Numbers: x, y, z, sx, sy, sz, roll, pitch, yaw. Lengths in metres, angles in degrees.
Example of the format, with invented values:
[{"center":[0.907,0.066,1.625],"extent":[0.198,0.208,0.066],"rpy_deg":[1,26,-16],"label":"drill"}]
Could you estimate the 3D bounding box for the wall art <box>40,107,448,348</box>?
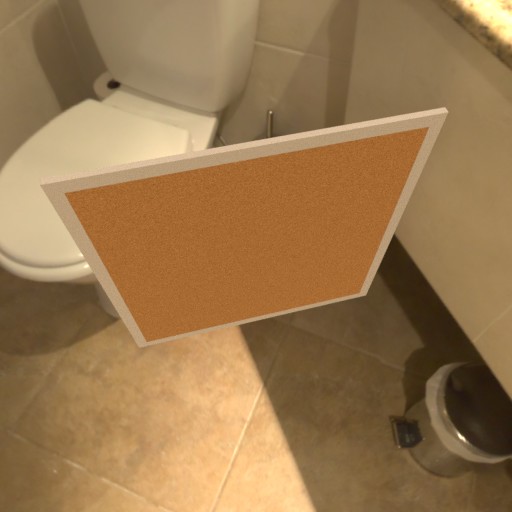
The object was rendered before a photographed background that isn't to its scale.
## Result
[{"center":[0.000,0.000,0.676],"extent":[0.456,0.457,0.009],"rpy_deg":[-12,58,-8],"label":"wall art"}]
